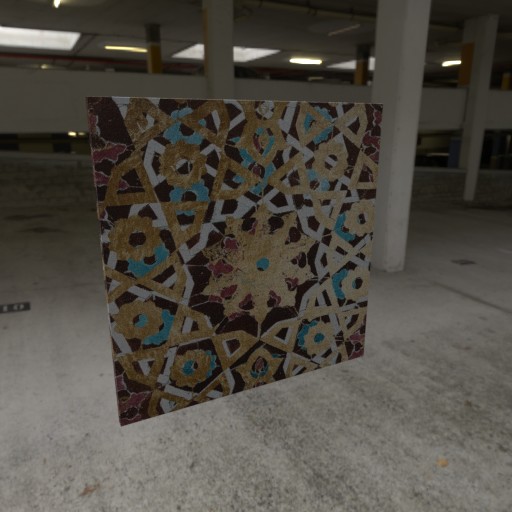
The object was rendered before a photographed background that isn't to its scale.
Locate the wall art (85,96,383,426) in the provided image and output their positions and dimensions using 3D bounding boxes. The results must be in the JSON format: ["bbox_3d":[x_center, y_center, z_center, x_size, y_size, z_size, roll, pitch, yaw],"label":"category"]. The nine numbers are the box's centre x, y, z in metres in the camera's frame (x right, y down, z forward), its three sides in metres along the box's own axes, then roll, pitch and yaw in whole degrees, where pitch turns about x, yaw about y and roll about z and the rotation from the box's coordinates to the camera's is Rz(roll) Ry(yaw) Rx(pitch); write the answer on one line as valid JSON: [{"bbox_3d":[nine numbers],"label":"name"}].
[{"bbox_3d":[0.000,0.000,1.152,0.757,0.762,0.028,-8,19,-26],"label":"wall art"}]
